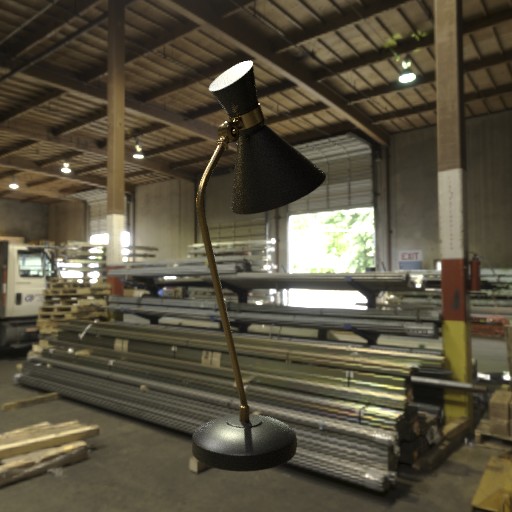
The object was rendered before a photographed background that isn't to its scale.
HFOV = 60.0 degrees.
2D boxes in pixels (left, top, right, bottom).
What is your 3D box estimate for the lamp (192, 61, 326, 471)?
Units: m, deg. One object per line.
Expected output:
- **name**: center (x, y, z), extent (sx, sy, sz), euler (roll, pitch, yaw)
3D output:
- **lamp**: center (0.000, 0.000, 0.779), extent (0.189, 0.647, 0.292), euler (-2, -3, 37)
